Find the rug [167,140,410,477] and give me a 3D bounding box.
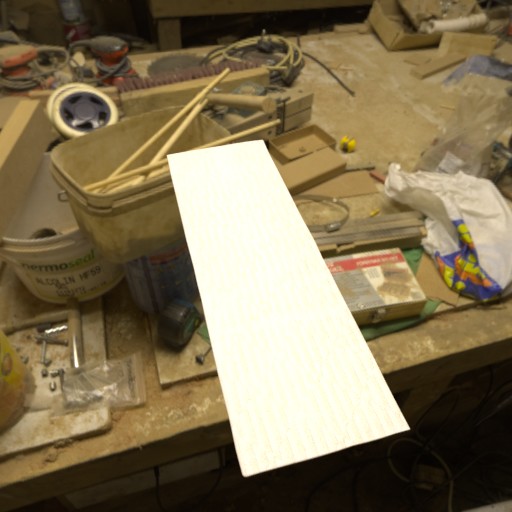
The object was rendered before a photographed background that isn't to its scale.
[{"bbox_3d":[0.000,0.000,2.747,0.793,0.014,2.450,-12,49,-10],"label":"rug"}]
